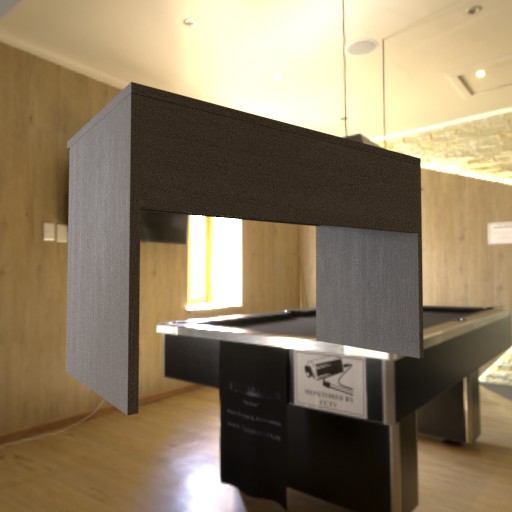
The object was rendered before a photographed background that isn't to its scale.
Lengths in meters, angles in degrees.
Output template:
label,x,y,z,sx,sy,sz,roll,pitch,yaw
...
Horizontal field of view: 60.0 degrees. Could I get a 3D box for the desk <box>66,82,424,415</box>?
label,x,y,z,sx,sy,sz,roll,pitch,yaw
desk,0.000,0.000,1.517,1.099,0.729,0.557,2,-3,-36
